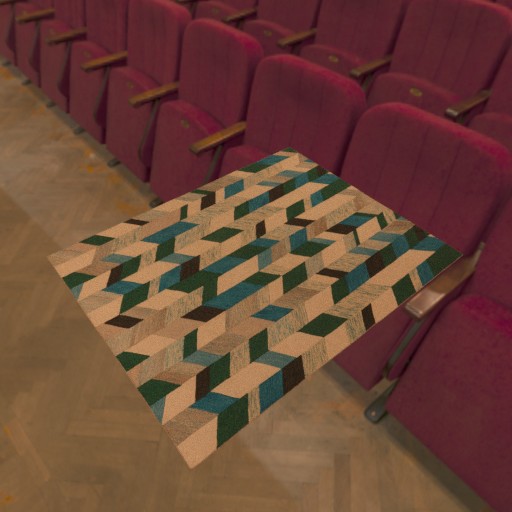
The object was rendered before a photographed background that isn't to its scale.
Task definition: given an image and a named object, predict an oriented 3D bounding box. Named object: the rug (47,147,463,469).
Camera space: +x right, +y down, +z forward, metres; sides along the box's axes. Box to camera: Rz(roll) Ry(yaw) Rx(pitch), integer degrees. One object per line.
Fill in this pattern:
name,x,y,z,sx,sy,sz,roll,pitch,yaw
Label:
rug,0.000,0.000,4.130,3.036,0.008,2.440,-30,52,-26
